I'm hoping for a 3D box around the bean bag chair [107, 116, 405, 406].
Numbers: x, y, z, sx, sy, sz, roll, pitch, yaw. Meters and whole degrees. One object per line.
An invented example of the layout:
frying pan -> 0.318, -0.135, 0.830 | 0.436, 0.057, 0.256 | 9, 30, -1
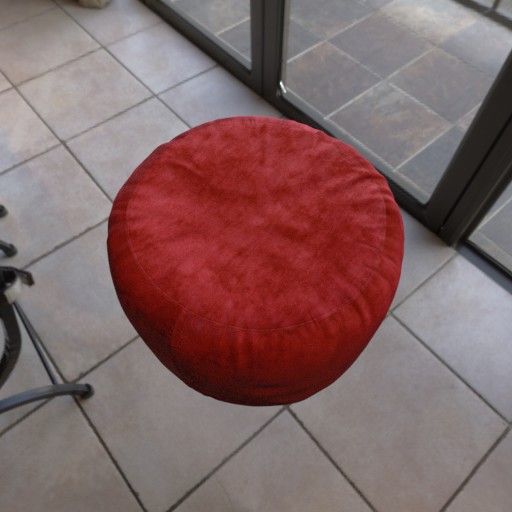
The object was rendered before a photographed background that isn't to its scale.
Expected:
bean bag chair -> 0.000, 0.000, 1.996 | 1.219, 0.762, 1.219 | 0, 60, 0
